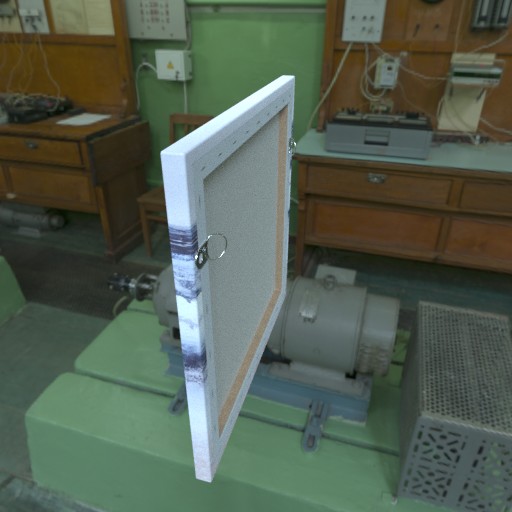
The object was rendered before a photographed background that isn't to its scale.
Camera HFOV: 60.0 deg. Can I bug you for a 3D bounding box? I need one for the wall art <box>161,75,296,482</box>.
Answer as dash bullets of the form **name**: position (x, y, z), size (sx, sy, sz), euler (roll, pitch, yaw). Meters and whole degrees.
- **wall art**: position (0.000, 0.000, 1.113), size (0.065, 0.747, 0.755), euler (8, 31, 14)
